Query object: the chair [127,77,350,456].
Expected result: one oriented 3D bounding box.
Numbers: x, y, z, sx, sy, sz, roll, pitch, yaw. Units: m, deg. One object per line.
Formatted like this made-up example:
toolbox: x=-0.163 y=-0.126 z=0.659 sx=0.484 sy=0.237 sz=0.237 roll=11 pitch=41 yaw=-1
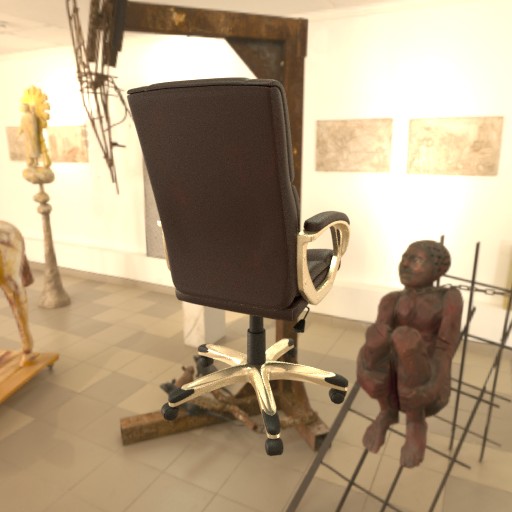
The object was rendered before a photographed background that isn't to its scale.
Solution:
chair: x=0.000 y=0.000 z=1.580 sx=0.662 sy=1.107 sz=0.739 roll=7 pitch=16 yaw=26
